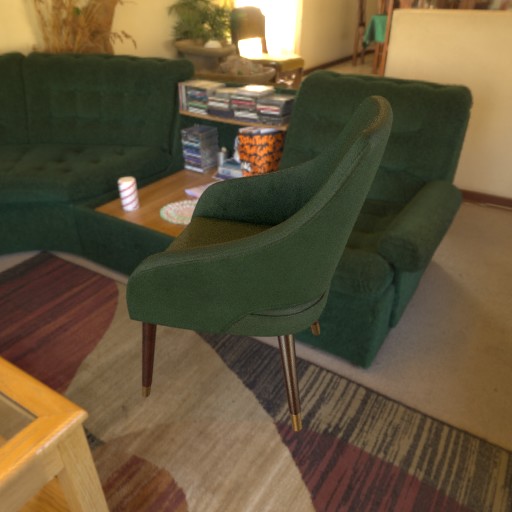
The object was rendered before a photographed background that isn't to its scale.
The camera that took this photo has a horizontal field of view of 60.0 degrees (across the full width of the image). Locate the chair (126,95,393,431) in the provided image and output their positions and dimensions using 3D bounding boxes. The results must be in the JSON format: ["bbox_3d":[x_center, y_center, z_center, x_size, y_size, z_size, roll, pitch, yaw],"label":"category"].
[{"bbox_3d":[0.000,0.000,1.600,0.794,1.081,0.683,8,32,12],"label":"chair"}]
